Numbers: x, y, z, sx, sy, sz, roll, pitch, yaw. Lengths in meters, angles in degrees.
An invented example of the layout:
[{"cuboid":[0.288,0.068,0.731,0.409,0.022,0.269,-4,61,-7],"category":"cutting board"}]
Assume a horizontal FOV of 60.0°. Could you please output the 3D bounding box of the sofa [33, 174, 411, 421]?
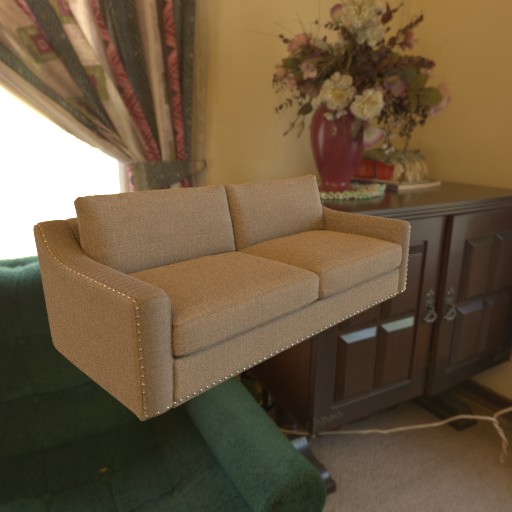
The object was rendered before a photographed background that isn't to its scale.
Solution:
[{"cuboid":[0.000,0.000,2.722,1.000,0.857,2.208,14,21,43],"category":"sofa"}]
